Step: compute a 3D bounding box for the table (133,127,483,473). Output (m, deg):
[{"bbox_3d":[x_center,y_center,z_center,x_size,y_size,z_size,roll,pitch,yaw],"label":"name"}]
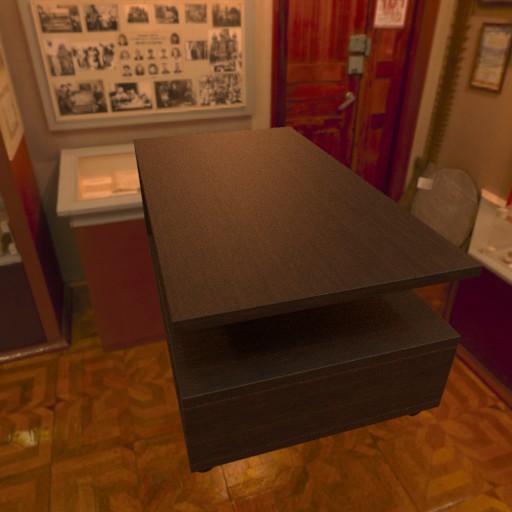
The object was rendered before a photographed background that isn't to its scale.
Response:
[{"bbox_3d":[0.000,0.000,1.321,0.590,0.460,1.050,-9,32,-14],"label":"table"}]
